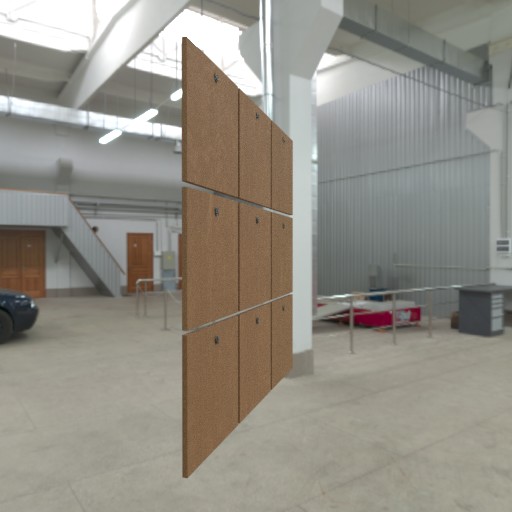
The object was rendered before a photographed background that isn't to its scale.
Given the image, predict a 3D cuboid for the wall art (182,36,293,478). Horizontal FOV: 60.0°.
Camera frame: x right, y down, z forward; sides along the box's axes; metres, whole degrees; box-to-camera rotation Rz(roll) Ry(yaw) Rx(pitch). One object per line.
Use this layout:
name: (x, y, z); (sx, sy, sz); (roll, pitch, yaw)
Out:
wall art: (0.000, 0.000, 1.348); (0.018, 0.913, 0.915); (0, 1, 18)
